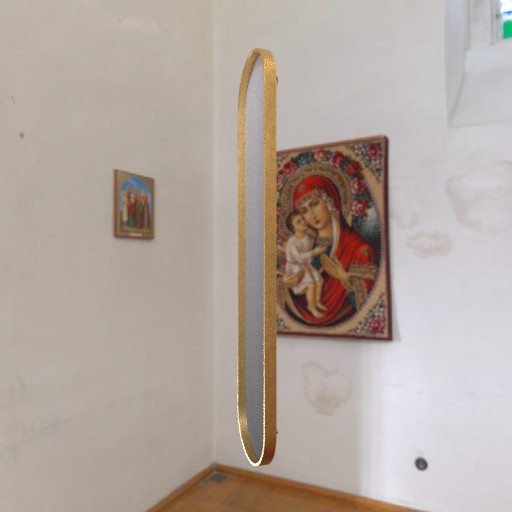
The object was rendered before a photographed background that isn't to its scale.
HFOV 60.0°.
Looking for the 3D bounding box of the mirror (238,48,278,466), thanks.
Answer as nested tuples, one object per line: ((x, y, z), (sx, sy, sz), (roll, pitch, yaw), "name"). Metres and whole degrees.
((0.000, 0.000, 1.079), (0.032, 0.991, 0.222), (0, -1, -18), "mirror")
